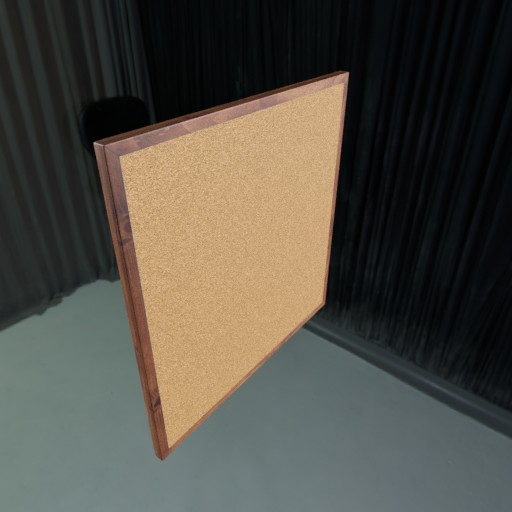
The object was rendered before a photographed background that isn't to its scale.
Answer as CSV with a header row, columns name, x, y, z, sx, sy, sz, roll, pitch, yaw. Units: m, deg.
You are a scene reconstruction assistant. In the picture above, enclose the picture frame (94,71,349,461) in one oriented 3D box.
name,x,y,z,sx,sy,sz,roll,pitch,yaw
picture frame,0.000,0.000,1.183,0.029,0.817,0.810,22,38,31
